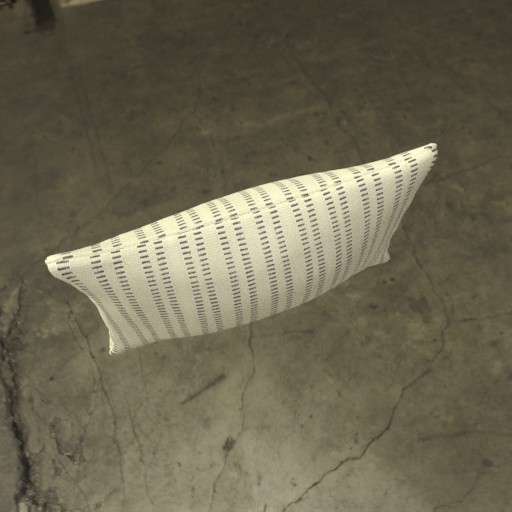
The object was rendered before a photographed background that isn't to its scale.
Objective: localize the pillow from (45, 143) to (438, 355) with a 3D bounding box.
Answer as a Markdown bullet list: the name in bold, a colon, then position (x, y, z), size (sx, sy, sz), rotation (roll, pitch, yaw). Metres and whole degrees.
- **pillow**: position (0.000, 0.000, 0.817), size (0.640, 0.353, 0.210), rotation (-18, 60, -11)
